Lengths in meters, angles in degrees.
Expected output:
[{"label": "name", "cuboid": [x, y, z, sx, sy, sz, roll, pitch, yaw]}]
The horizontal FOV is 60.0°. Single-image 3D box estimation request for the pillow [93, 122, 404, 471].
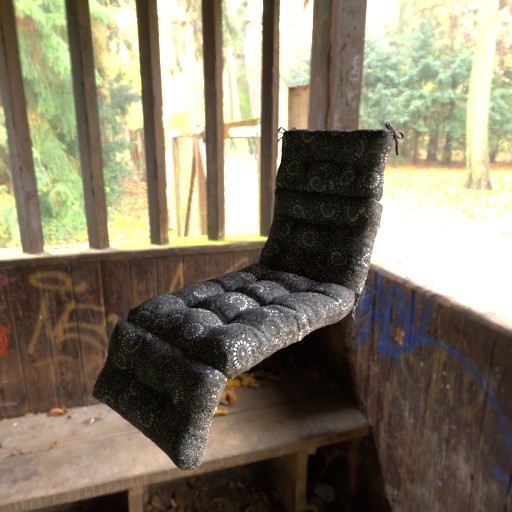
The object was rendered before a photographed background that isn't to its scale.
[{"label": "pillow", "cuboid": [0.000, 0.000, 1.485, 0.526, 0.863, 1.016, 14, 21, 42]}]
